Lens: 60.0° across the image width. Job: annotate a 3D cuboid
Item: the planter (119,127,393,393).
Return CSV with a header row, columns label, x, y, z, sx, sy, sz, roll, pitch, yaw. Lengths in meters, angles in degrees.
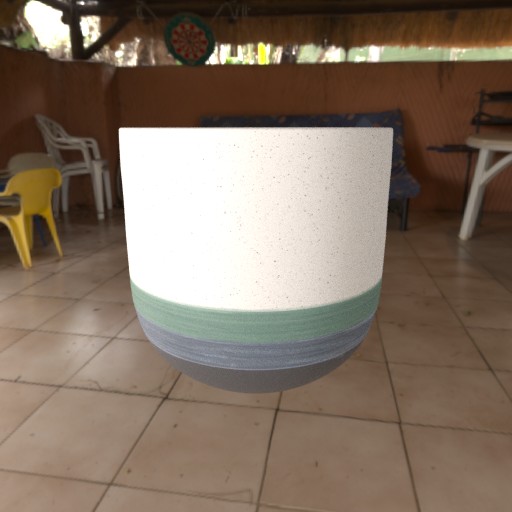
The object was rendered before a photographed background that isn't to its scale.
label,x,y,z,sx,sy,sz,roll,pitch,yaw
planter,0.000,0.000,0.485,0.268,0.270,0.268,0,16,0
